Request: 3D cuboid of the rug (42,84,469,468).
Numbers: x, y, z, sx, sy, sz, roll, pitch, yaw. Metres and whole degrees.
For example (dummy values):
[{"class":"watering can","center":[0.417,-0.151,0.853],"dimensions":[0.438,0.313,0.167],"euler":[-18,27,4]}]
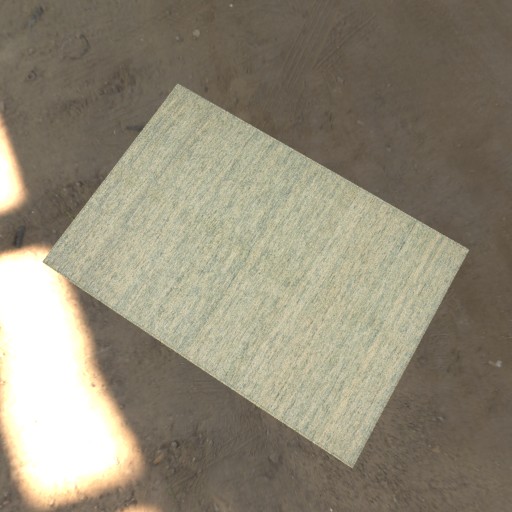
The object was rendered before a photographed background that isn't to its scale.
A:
[{"class":"rug","center":[0.000,0.000,2.313],"dimensions":[1.850,0.015,1.250],"euler":[32,78,7]}]
